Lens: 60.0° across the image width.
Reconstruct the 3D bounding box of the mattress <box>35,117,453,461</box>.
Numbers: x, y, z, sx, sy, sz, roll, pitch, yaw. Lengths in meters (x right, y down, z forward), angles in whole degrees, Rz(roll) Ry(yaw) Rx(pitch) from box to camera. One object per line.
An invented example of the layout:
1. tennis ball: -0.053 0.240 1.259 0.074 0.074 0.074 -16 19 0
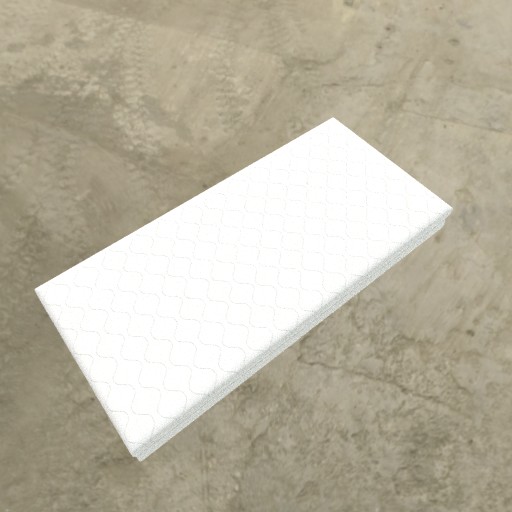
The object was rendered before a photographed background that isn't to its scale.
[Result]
1. mattress: 0.000 0.000 2.233 1.900 0.200 0.900 -34 63 -20
